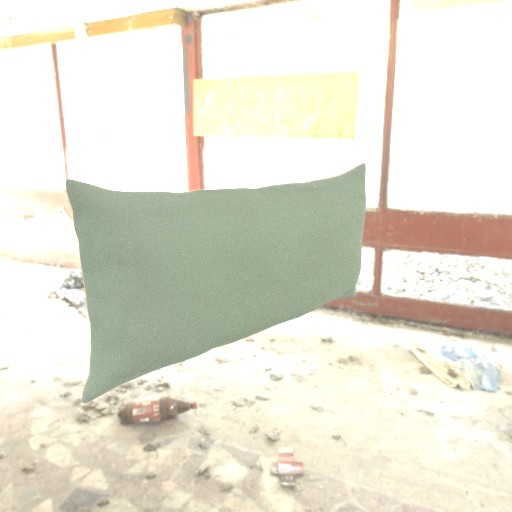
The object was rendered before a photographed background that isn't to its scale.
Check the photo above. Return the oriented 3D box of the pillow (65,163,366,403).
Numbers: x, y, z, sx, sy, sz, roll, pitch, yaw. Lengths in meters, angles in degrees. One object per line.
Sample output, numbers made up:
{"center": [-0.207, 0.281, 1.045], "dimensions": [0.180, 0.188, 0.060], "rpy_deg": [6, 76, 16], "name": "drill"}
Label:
{"center": [0.000, 0.000, 0.731], "dimensions": [0.610, 0.287, 0.151], "rpy_deg": [-13, 19, -43], "name": "pillow"}
